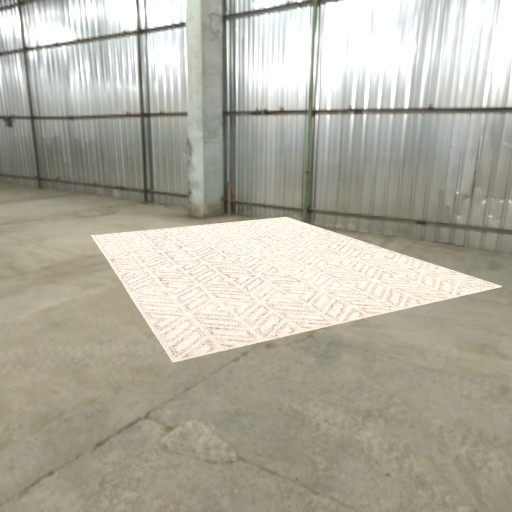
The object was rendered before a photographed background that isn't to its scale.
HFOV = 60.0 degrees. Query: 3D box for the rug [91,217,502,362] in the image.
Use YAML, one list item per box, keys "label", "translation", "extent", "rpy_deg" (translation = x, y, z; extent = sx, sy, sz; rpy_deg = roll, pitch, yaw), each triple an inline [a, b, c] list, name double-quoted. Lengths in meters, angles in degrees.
- label: "rug"
  translation: [0.000, 0.000, 3.959]
  extent: [2.421, 0.008, 3.045]
  rpy_deg: [-8, 17, -26]
